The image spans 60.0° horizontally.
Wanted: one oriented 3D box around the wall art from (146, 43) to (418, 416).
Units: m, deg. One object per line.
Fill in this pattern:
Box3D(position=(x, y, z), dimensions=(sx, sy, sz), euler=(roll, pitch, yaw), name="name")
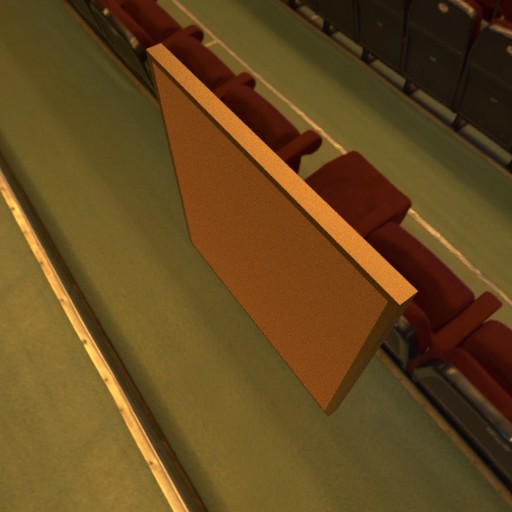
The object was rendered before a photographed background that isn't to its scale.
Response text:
Box3D(position=(0.000, 0.000, 1.138), dimensions=(0.038, 0.762, 0.762), euler=(-32, 64, -18), name="wall art")
